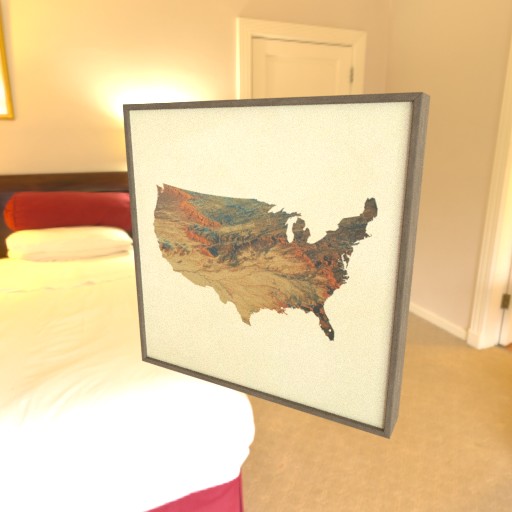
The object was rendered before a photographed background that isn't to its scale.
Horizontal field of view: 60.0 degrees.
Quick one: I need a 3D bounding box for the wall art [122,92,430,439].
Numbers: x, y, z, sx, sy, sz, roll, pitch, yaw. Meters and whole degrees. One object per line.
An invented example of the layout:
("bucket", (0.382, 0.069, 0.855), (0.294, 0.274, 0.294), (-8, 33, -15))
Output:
("wall art", (0.000, 0.000, 0.455), (0.303, 0.302, 0.038), (8, 18, 28))
